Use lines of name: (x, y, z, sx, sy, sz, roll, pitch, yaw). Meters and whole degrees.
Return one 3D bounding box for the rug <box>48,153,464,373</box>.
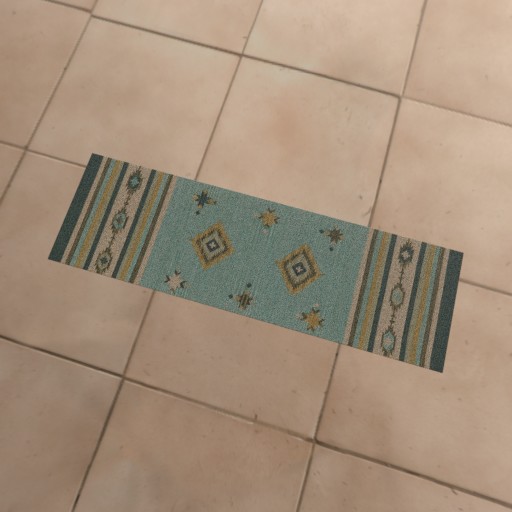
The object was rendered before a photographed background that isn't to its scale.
rug: (0.000, 0.000, 2.721, 2.441, 0.010, 0.744, 16, 76, 4)
